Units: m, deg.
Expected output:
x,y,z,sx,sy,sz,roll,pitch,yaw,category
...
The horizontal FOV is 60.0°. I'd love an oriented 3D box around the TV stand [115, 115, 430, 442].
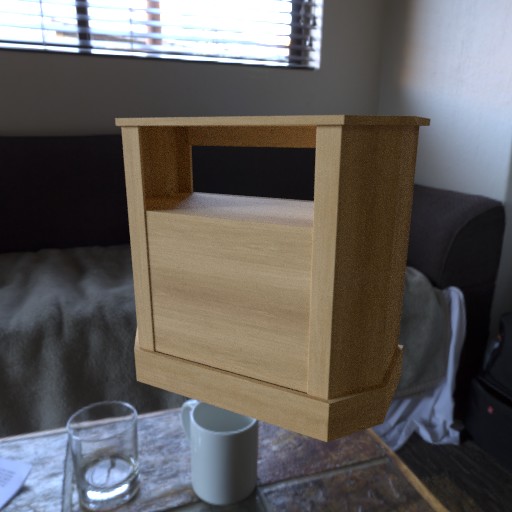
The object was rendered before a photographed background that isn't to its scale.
x,y,z,sx,sy,sz,roll,pitch,yaw,category
0.000,0.000,1.320,0.851,0.781,0.425,8,18,26,TV stand
